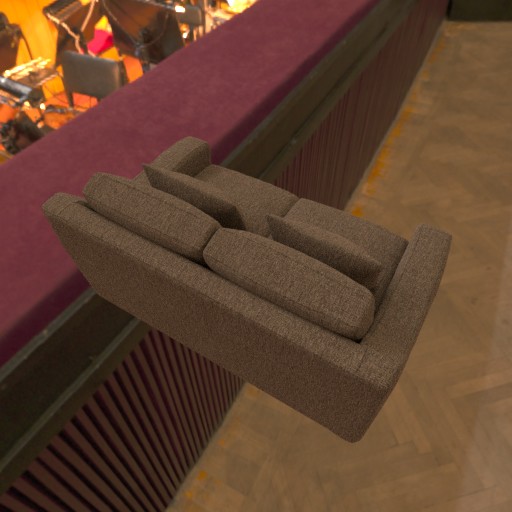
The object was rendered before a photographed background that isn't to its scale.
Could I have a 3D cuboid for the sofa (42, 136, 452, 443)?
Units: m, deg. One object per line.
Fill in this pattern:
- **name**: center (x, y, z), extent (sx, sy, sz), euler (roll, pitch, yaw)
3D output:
- **sofa**: center (0.000, 0.000, 2.354), extent (1.778, 0.991, 1.120), euler (25, 53, 21)
